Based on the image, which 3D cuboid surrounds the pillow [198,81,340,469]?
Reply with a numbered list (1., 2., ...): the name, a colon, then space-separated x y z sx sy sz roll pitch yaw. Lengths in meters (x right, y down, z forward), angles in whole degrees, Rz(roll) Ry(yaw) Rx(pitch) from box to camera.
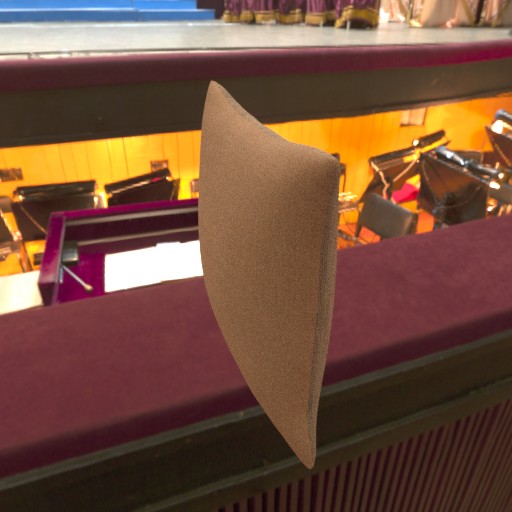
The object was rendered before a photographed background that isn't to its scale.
1. pillow: 0.000 0.000 0.777 0.178 0.506 0.512 -10 32 -16
